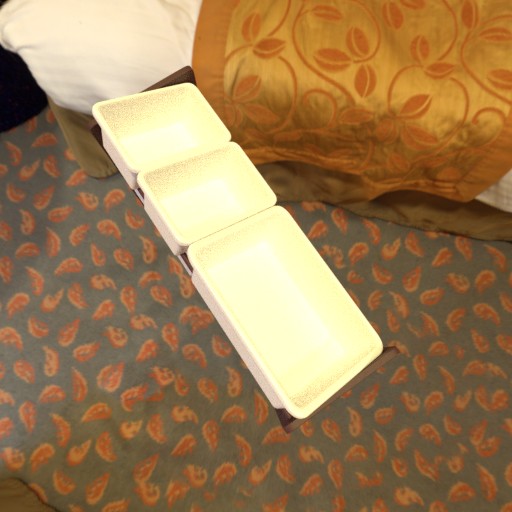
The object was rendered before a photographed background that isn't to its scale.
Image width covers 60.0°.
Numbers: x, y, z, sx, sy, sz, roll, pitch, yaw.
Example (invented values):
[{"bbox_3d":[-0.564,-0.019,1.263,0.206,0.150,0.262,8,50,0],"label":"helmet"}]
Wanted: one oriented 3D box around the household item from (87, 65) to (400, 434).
[{"bbox_3d":[0.000,0.000,1.282,0.389,0.864,0.787,-33,79,-8],"label":"household item"}]
